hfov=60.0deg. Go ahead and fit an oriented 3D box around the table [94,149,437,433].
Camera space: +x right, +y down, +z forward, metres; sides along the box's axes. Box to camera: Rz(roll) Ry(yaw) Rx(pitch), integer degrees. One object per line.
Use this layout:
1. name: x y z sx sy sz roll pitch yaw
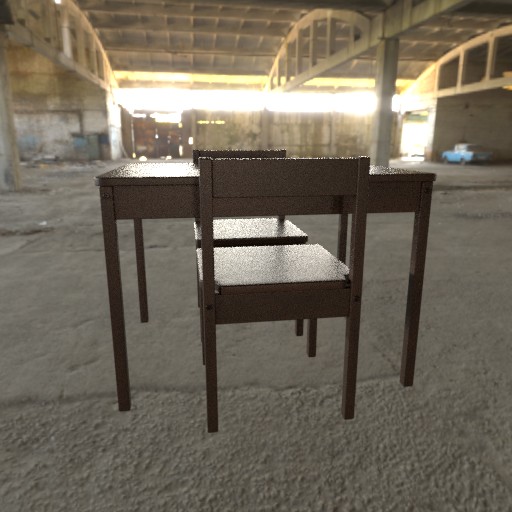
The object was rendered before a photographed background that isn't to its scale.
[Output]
1. table: 0.000 0.000 1.104 0.650 0.503 0.672 -2 15 -8
